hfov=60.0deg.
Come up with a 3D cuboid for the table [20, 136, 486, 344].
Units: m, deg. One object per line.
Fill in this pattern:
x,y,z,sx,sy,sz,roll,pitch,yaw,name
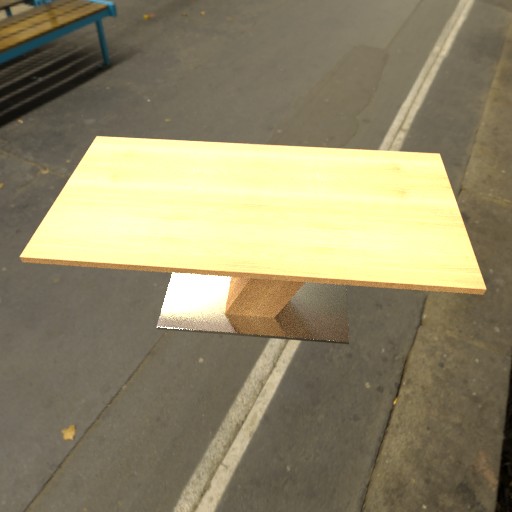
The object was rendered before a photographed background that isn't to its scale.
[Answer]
0.000,0.000,2.280,1.800,0.750,0.900,4,46,4,table
